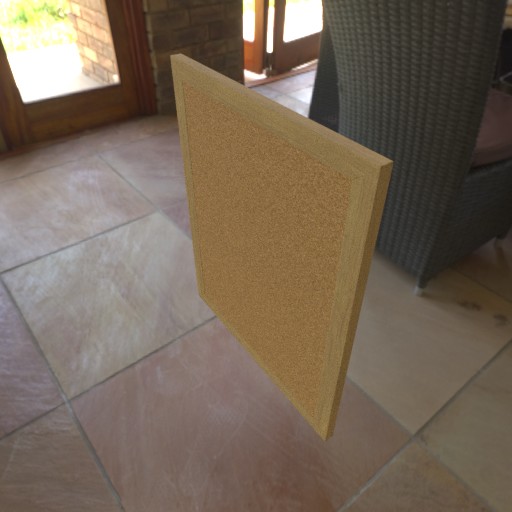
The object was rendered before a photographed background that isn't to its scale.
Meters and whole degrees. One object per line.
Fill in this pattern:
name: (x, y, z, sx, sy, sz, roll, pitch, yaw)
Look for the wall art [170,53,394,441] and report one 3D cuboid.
wall art: (0.000, 0.000, 0.774, 0.020, 0.561, 0.460, -25, 46, -26)
